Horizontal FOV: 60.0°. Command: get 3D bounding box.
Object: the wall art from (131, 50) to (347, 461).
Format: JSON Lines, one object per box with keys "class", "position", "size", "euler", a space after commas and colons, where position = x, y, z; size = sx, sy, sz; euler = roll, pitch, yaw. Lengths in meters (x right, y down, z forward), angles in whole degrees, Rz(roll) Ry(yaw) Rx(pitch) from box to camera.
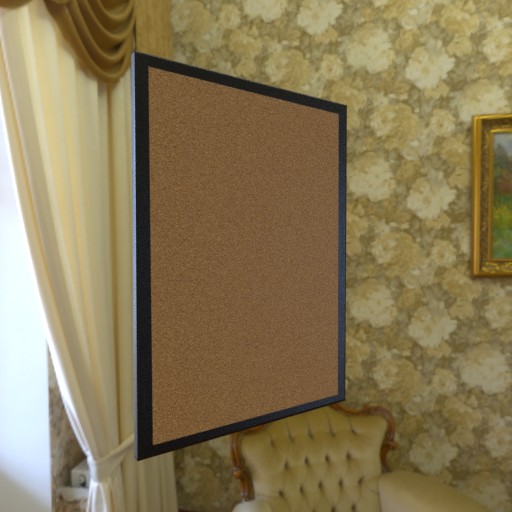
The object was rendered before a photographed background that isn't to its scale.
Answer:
{"class": "wall art", "position": [0.000, 0.000, 0.853], "size": [0.480, 0.657, 0.016], "euler": [-1, 2, -35]}
